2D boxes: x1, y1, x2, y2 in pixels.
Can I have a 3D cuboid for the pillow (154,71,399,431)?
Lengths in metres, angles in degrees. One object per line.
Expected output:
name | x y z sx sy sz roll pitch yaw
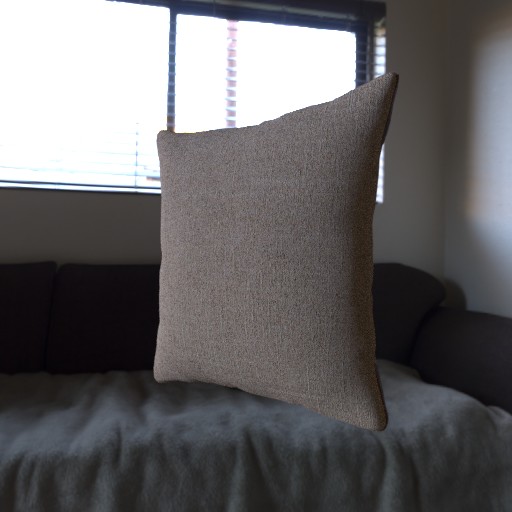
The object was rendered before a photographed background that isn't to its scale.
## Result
pillow | 0.000 0.000 0.668 0.437 0.448 0.147 0 0 36
